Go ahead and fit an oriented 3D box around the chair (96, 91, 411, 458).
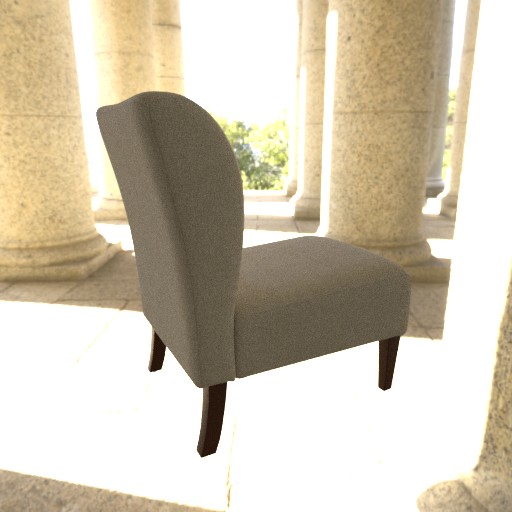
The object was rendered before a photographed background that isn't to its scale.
[{"bbox_3d":[0.000,0.000,1.285,0.754,0.833,0.521,-8,17,-27],"label":"chair"}]
